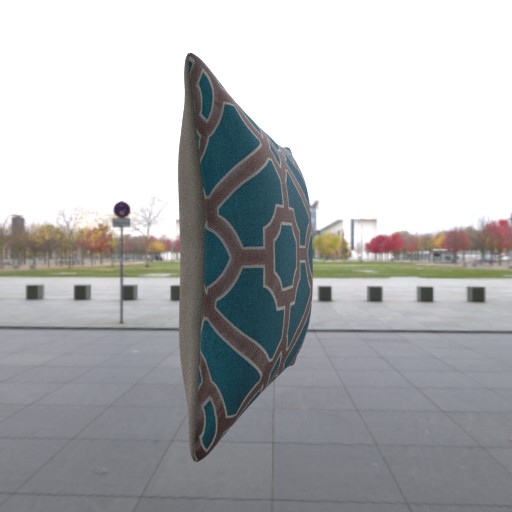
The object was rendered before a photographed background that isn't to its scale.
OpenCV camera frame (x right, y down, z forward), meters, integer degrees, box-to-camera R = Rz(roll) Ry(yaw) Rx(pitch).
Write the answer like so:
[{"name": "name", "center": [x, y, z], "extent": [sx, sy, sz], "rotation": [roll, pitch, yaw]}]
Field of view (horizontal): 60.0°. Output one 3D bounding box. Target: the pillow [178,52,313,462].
[{"name": "pillow", "center": [0.000, 0.000, 0.791], "extent": [0.166, 0.507, 0.526], "rotation": [0, 0, 18]}]
